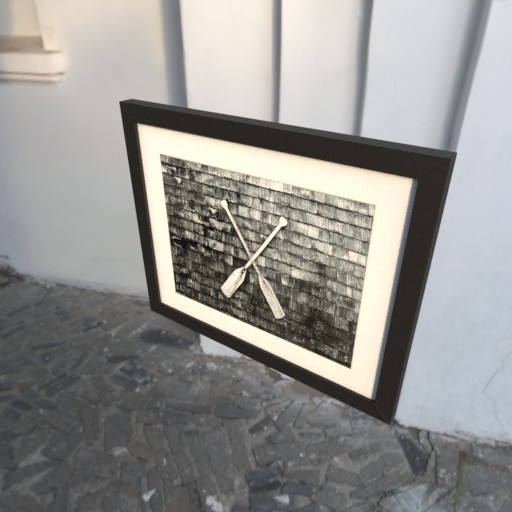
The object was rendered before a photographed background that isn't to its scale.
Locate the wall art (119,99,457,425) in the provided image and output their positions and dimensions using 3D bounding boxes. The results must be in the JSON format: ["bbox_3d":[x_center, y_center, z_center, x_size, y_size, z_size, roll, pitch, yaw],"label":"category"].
[{"bbox_3d":[0.000,0.000,0.767,0.558,0.457,0.029,19,36,29],"label":"wall art"}]
